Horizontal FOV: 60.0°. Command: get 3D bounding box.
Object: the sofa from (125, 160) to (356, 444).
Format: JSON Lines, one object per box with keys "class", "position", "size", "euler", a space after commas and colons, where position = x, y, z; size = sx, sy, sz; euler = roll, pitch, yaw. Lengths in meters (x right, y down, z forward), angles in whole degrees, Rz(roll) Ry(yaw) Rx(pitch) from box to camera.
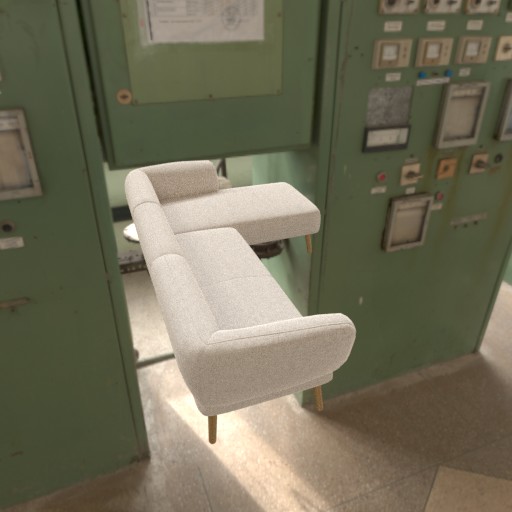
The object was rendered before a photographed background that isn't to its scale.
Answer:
{"class": "sofa", "position": [0.000, 0.000, 3.281], "size": [1.610, 0.730, 2.660], "euler": [-10, 31, -18]}
